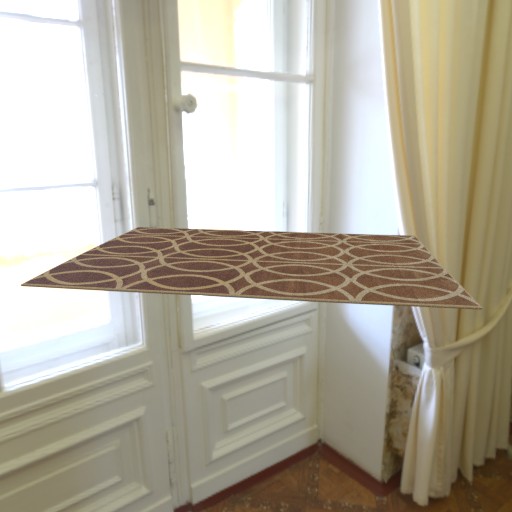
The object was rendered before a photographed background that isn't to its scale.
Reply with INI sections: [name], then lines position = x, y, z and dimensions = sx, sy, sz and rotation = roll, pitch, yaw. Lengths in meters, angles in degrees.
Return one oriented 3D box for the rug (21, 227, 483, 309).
[rug]
position = 0.000, 0.000, 2.883
dimensions = 2.294, 0.014, 1.528
rotation = 2, 15, 8
